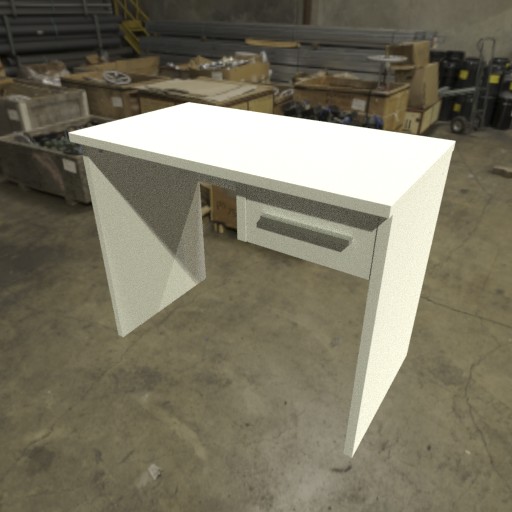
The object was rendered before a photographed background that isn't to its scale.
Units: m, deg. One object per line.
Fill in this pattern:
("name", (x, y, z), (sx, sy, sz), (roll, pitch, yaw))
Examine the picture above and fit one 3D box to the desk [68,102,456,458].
("desk", (0.000, 0.000, 1.355), (0.900, 0.729, 0.498), (18, 35, 29))
